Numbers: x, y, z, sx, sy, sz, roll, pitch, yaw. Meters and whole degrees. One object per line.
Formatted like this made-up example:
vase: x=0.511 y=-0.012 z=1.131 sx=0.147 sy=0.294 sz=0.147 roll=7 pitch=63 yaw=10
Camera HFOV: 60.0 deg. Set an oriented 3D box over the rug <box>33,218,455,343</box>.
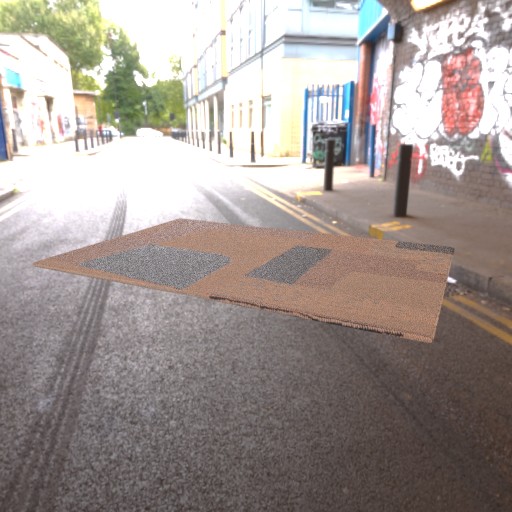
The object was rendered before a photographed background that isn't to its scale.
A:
rug: x=0.000 y=0.000 z=2.316 sx=1.847 sy=0.020 sz=1.238 roll=8 pitch=18 yaw=25
